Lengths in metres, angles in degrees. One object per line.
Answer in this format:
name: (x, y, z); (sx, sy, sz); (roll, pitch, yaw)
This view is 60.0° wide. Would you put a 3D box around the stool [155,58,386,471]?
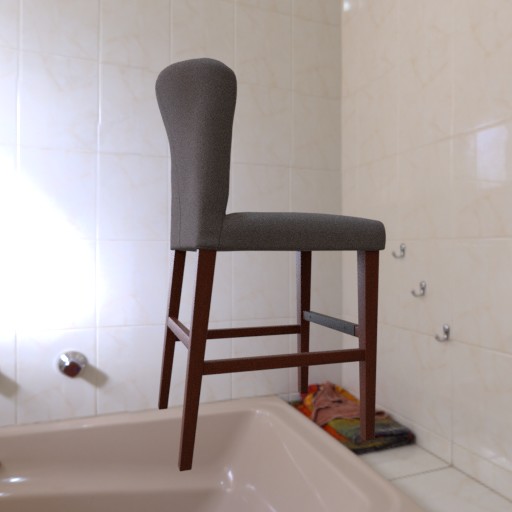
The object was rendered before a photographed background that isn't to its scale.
stool: (0.000, 0.000, 1.285); (0.568, 0.968, 0.481); (0, 1, -19)
